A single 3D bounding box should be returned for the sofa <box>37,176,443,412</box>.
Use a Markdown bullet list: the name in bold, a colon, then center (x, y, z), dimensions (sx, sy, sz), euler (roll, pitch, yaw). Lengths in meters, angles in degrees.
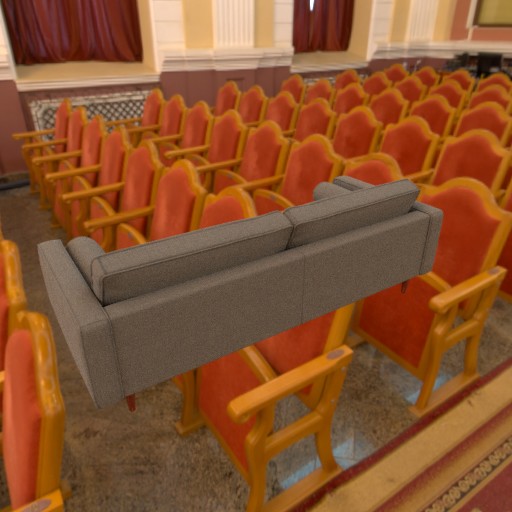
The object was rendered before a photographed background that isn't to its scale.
- **sofa**: center (0.000, 0.000, 2.614), dimensions (2.198, 0.762, 0.914), euler (-17, 32, -29)
